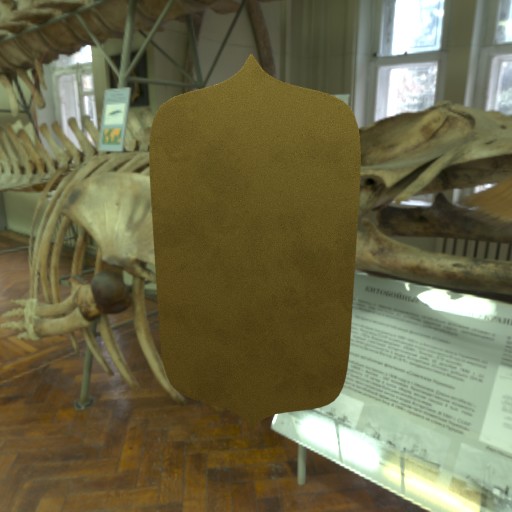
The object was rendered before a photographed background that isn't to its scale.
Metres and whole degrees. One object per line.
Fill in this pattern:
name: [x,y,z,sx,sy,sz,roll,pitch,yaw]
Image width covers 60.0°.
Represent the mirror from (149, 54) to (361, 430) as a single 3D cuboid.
mirror: [0.000,0.000,0.748,0.323,0.613,0.096,2,15,8]
